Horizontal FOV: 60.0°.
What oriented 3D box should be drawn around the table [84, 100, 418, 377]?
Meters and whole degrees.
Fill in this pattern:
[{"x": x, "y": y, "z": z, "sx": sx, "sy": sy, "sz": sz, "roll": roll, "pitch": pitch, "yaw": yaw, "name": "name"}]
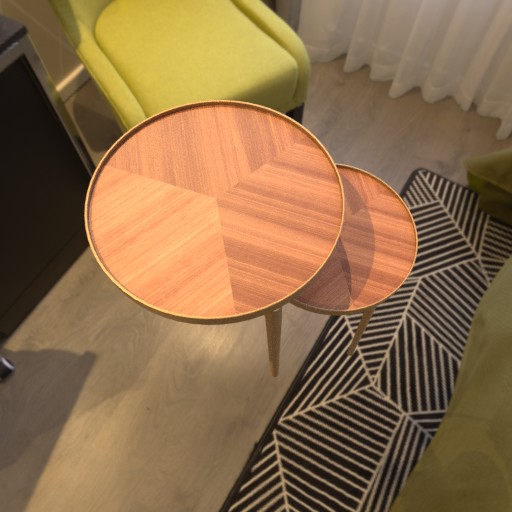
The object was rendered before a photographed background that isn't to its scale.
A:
[{"x": 0.000, "y": 0.000, "z": 1.159, "sx": 0.751, "sy": 0.555, "sz": 0.532, "roll": 1, "pitch": 63, "yaw": 0, "name": "table"}]
